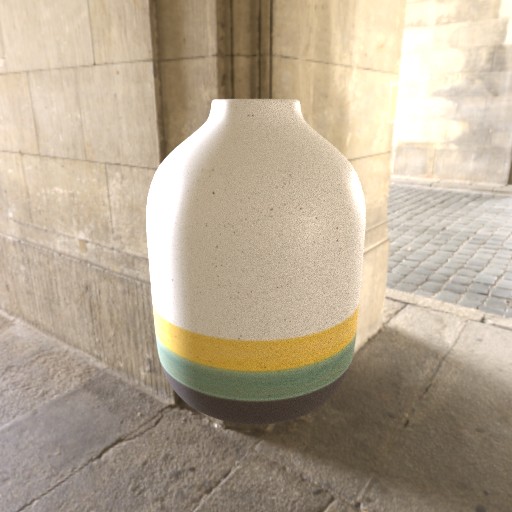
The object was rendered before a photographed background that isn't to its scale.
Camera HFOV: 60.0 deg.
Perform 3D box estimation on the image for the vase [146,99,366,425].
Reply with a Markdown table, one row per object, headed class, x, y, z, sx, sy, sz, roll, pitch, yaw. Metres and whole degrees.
| class | x | y | z | sx | sy | sz | roll | pitch | yaw |
| --- | --- | --- | --- | --- | --- | --- | --- | --- | --- |
| vase | 0.000 | 0.000 | 0.361 | 0.169 | 0.240 | 0.169 | 0 | 19 | 0 |
